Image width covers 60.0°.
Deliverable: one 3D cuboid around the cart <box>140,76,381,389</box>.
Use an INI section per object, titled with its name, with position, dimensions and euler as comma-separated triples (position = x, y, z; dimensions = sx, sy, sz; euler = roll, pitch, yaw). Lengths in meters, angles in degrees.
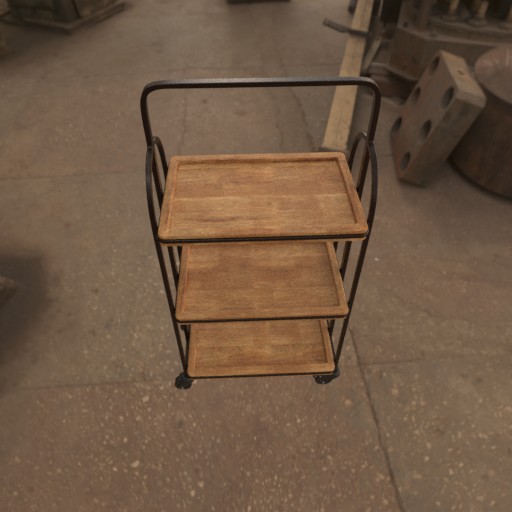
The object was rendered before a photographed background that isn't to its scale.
[cart]
position = 0.000, 0.000, 1.239
dimensions = 0.553, 1.001, 0.327
euler = -2, 46, -2
